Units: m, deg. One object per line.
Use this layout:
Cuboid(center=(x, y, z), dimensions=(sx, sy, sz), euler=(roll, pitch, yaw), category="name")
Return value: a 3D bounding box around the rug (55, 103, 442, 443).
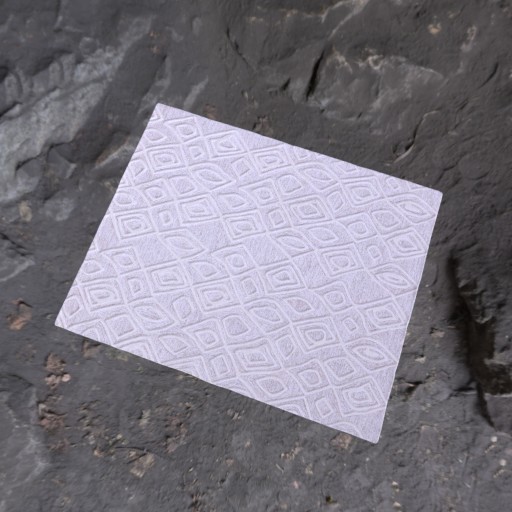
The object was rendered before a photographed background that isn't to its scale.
Cuboid(center=(0.000, 0.000, 4.194), dimensions=(3.049, 0.025, 2.449), euler=(19, 76, 5), category="rug")
